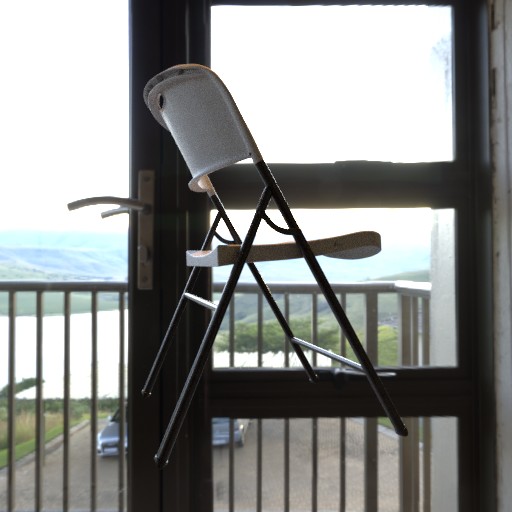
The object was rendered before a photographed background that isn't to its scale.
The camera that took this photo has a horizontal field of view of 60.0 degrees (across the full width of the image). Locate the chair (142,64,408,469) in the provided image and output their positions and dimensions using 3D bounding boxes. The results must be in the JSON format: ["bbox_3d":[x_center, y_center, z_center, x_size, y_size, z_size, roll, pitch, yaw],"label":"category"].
[{"bbox_3d":[0.000,0.000,1.145,0.566,0.810,0.494,0,-1,-17],"label":"chair"}]
